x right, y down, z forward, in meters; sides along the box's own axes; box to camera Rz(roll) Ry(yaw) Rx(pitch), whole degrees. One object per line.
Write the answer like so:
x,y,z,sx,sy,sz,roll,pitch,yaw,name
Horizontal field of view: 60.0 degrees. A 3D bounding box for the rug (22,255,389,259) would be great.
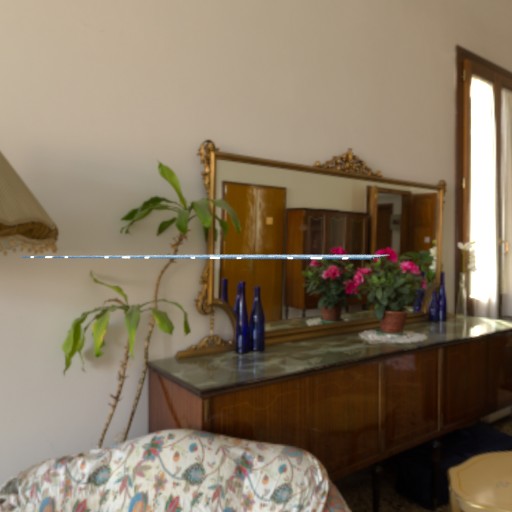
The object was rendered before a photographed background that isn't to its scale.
0.000,0.000,4.375,2.438,0.010,3.353,0,0,18,rug
